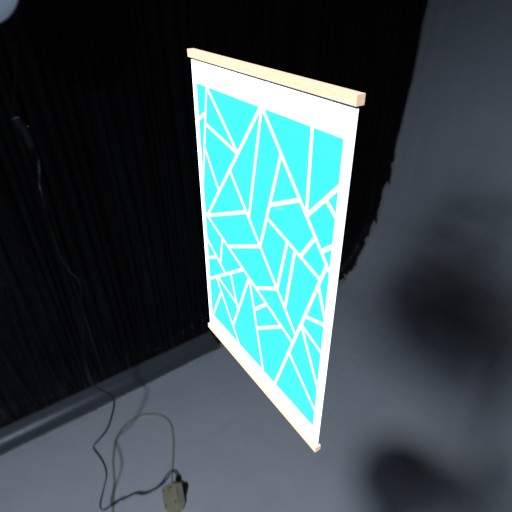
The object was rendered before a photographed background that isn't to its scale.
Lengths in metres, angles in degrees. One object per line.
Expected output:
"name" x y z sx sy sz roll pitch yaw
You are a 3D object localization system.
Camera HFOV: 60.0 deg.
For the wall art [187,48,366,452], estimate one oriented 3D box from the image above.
"wall art" 0.000 0.000 1.903 0.030 1.519 0.990 -20 37 -28
